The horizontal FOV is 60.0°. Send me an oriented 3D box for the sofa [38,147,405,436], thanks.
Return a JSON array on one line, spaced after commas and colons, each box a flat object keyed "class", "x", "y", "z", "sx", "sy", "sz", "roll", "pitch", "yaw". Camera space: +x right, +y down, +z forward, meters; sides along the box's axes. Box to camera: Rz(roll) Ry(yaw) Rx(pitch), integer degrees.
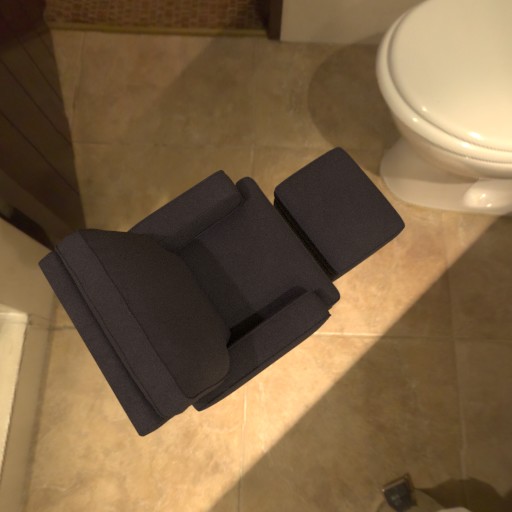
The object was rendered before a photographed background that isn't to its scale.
[{"class": "sofa", "x": 0.000, "y": 0.000, "z": 2.018, "sx": 1.472, "sy": 0.959, "sz": 0.861, "roll": -34, "pitch": 77, "yaw": -9}]
